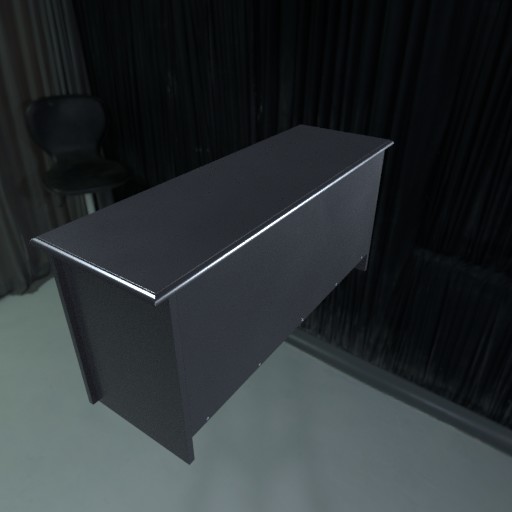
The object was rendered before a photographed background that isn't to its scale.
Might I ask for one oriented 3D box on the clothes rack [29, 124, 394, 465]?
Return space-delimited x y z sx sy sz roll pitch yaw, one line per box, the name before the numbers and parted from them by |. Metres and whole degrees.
clothes rack | 0.000 0.000 1.470 0.406 0.556 1.219 20 36 29
